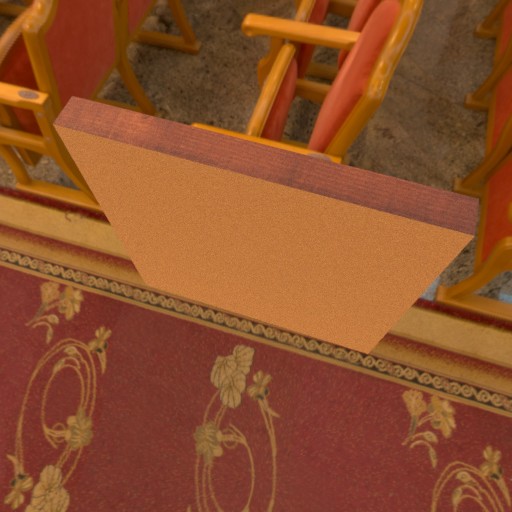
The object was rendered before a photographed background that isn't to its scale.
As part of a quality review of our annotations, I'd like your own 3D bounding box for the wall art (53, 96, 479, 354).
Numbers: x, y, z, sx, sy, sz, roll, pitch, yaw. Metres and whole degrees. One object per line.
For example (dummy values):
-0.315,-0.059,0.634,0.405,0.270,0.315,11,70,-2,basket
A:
0.000,0.000,0.567,0.386,0.385,0.038,16,65,8,wall art
